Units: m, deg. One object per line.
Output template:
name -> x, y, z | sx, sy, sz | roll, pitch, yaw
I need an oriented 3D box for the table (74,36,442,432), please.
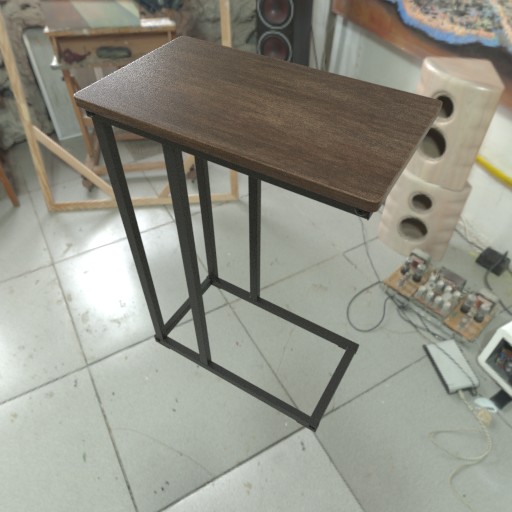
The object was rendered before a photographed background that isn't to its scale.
table -> 0.000, 0.000, 0.845 | 0.450, 0.637, 0.254 | 24, 51, 21
